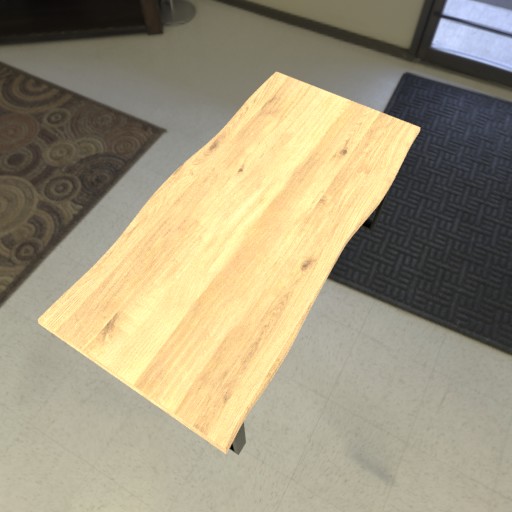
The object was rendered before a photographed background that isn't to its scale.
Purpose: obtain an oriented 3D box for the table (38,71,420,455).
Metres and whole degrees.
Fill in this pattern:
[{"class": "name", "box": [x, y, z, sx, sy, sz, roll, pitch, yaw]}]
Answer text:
[{"class": "table", "box": [0.000, 0.000, 2.306, 0.900, 0.780, 1.800, 28, 62, 16]}]
